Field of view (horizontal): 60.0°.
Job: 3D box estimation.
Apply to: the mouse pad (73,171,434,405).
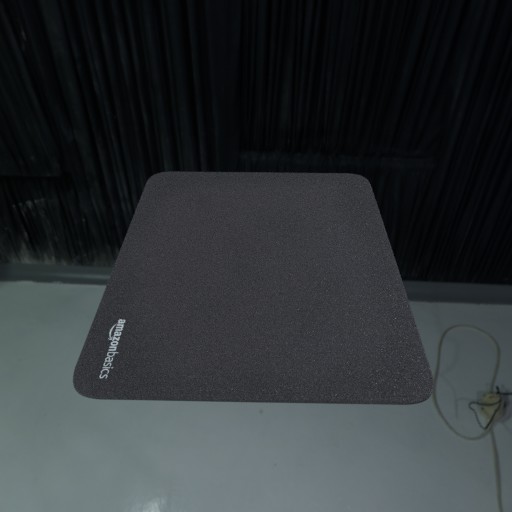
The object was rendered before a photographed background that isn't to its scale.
[{"bbox_3d":[0.000,0.000,0.433,0.269,0.002,0.315,1,41,1],"label":"mouse pad"}]
